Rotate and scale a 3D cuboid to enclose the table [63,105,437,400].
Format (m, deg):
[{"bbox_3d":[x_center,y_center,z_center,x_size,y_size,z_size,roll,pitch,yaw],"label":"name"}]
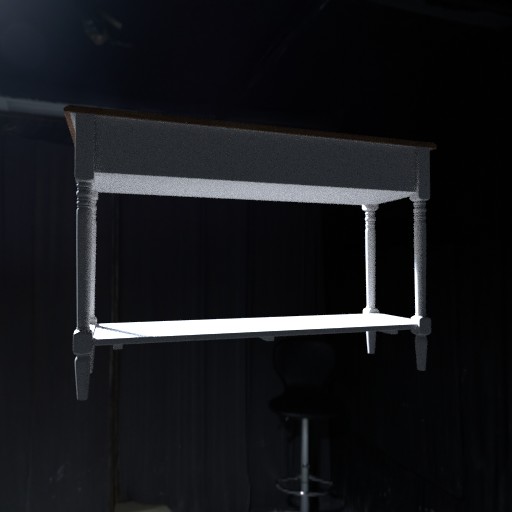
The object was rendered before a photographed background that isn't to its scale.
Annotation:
[{"bbox_3d":[0.000,0.000,1.561,1.219,0.800,0.399,0,-1,-18],"label":"table"}]
